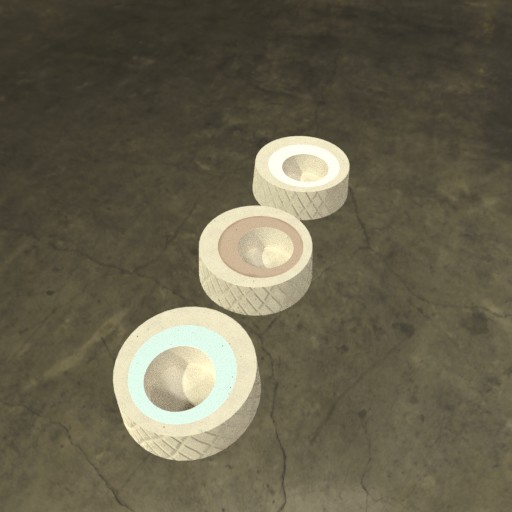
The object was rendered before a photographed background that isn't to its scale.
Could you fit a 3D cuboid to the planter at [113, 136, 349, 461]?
[{"bbox_3d":[0.000,0.000,0.432,0.114,0.038,0.390,17,50,15],"label":"planter"}]
